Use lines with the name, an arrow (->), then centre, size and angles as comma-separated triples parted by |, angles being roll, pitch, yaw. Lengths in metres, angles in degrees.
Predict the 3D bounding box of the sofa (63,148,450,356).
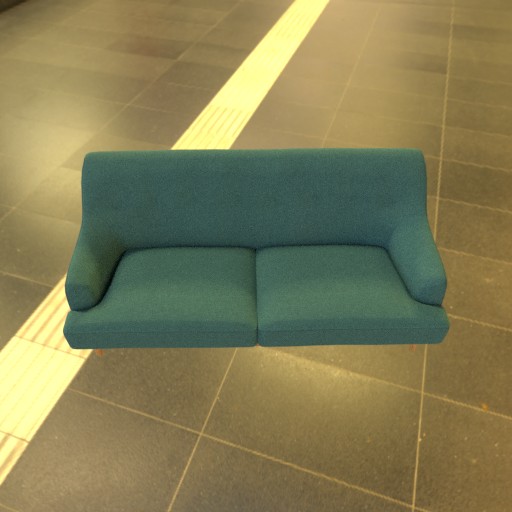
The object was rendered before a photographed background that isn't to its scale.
sofa -> 0.000, 0.000, 2.587 | 2.057, 0.871, 0.978 | -1, 46, -1
